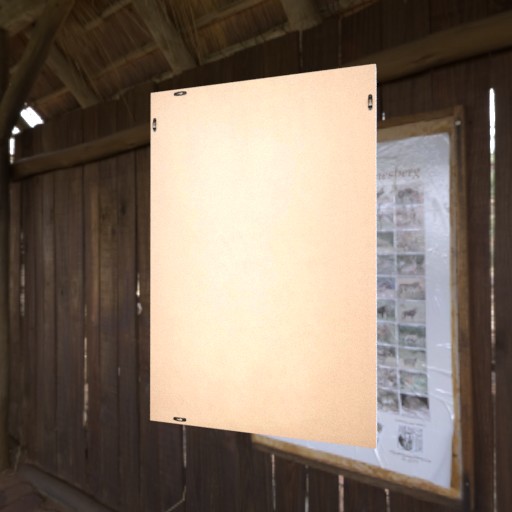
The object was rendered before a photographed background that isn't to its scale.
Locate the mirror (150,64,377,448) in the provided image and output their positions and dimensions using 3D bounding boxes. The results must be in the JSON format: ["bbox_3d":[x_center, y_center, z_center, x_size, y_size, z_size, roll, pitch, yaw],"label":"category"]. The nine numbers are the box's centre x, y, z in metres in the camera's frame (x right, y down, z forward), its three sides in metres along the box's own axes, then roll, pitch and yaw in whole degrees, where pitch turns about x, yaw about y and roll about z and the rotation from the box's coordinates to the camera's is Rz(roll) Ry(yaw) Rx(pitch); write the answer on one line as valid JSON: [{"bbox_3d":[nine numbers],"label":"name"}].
[{"bbox_3d":[0.000,0.000,1.160,0.609,0.914,0.041,0,0,18],"label":"mirror"}]
